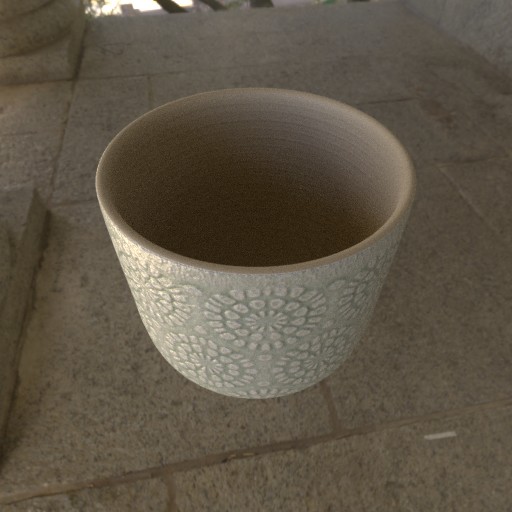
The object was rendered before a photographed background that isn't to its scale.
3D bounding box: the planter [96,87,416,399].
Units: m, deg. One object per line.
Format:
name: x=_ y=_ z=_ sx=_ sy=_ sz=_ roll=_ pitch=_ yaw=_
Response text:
planter: x=0.000 y=0.000 z=0.294 sx=0.169 sy=0.153 sz=0.169 roll=0 pitch=46 yaw=0
